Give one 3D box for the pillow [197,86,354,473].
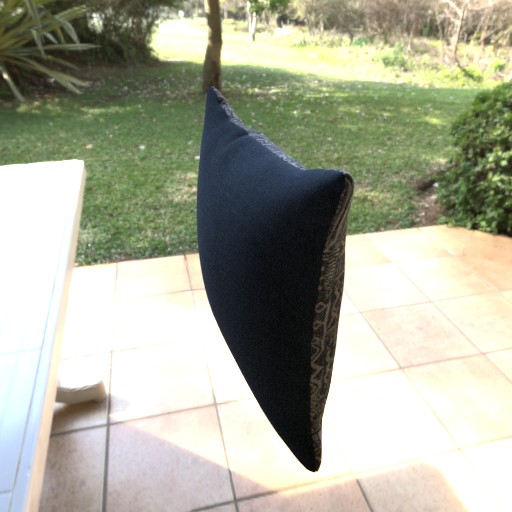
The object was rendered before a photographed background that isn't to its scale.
[{"bbox_3d":[0.000,0.000,0.780,0.180,0.487,0.546,-10,32,-17],"label":"pillow"}]
